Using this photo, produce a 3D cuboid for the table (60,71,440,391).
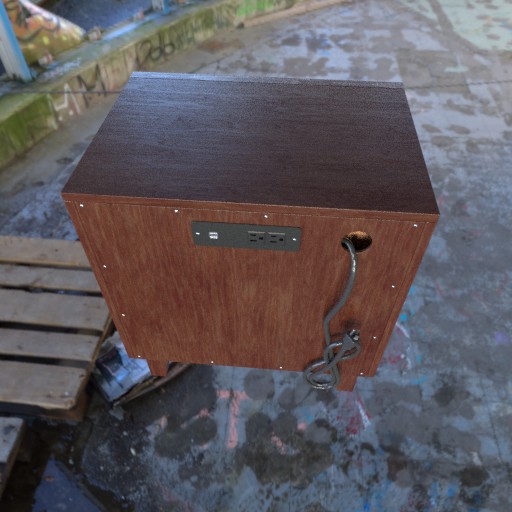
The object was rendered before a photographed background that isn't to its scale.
[{"bbox_3d":[0.000,0.000,0.989,0.557,0.609,0.449,4,47,3],"label":"table"}]
